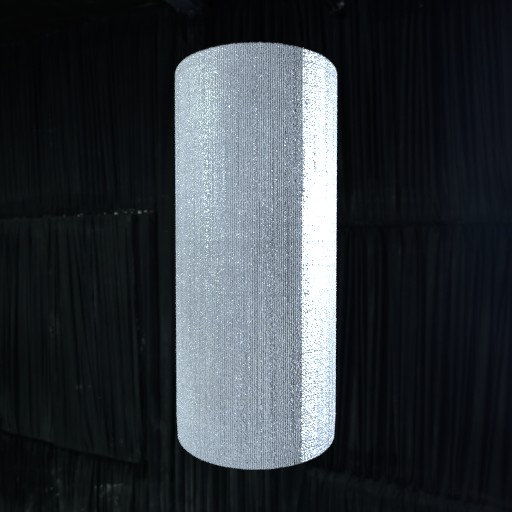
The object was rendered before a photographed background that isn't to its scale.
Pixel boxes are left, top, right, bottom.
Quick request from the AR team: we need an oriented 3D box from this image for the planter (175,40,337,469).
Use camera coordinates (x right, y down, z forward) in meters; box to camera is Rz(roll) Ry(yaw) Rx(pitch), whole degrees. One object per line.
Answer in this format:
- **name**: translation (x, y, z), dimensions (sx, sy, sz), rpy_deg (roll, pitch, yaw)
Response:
- **planter**: translation (0.000, 0.000, 0.128), dimensions (0.045, 0.103, 0.045), rpy_deg (1, 2, 19)
